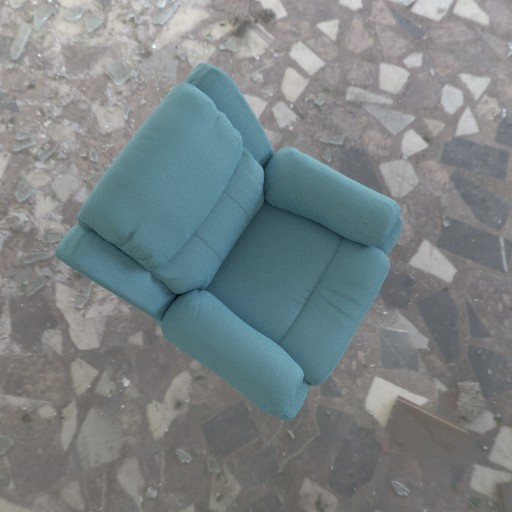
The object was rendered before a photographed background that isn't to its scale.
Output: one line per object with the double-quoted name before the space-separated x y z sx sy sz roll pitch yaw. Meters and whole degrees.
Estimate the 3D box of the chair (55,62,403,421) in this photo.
"chair" 0.000 0.000 1.250 0.709 0.702 0.680 31 78 8
